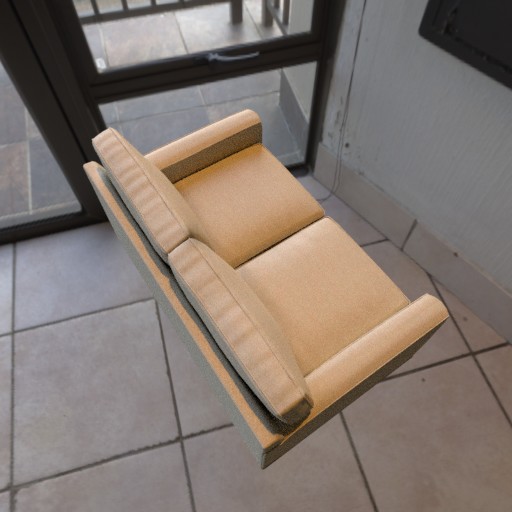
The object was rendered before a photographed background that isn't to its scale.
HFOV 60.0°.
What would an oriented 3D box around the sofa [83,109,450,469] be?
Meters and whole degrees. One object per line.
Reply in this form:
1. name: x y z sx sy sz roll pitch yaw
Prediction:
1. sofa: 0.000 0.000 2.078 0.942 0.853 1.484 -30 64 -17
